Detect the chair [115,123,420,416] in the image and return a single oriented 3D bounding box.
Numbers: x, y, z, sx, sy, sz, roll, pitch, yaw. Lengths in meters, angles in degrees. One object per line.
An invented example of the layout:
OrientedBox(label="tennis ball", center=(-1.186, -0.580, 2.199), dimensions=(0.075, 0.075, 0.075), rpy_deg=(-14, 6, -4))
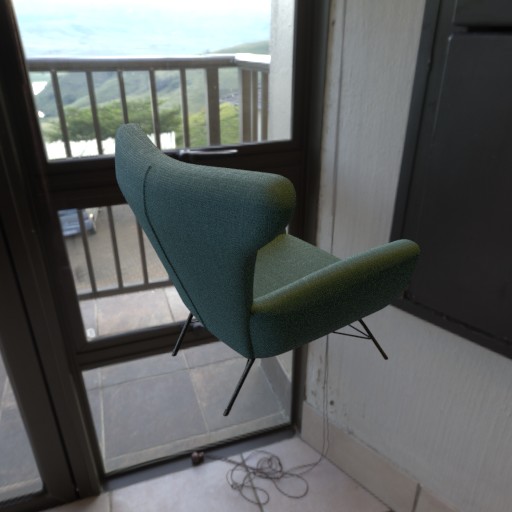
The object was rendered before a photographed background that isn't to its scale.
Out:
OrientedBox(label="chair", center=(0.000, 0.000, 1.796), dimensions=(0.900, 0.980, 1.050), rpy_deg=(-19, 32, -33))
